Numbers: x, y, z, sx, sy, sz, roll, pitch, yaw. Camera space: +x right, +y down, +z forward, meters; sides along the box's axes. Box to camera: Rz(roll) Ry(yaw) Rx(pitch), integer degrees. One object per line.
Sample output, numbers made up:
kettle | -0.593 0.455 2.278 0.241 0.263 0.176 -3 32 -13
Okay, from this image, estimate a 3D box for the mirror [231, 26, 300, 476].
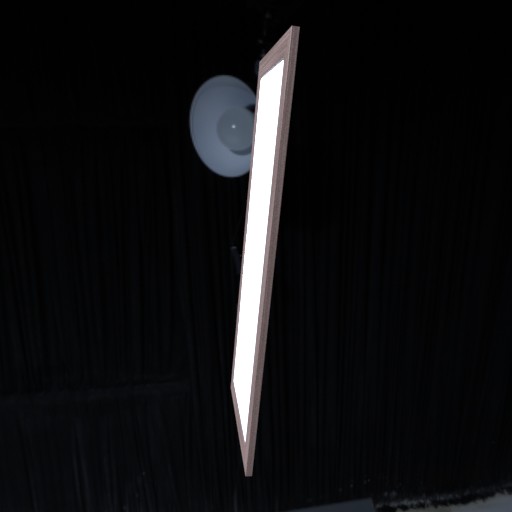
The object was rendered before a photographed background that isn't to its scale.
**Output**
mirror | 0.000 0.000 2.325 0.221 2.020 0.812 -2 15 -8
